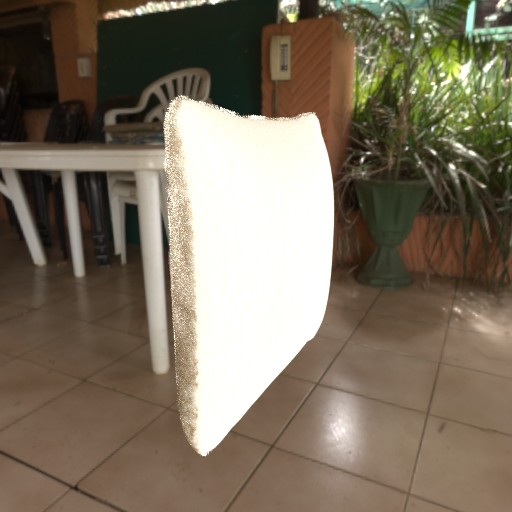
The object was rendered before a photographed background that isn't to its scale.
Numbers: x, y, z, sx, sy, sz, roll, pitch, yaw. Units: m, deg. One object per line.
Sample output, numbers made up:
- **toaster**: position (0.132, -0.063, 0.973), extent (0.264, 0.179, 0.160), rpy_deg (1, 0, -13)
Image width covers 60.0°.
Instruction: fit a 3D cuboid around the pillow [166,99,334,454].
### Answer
- **pillow**: position (0.000, 0.000, 0.816), extent (0.216, 0.525, 0.538), rpy_deg (7, 17, 25)
